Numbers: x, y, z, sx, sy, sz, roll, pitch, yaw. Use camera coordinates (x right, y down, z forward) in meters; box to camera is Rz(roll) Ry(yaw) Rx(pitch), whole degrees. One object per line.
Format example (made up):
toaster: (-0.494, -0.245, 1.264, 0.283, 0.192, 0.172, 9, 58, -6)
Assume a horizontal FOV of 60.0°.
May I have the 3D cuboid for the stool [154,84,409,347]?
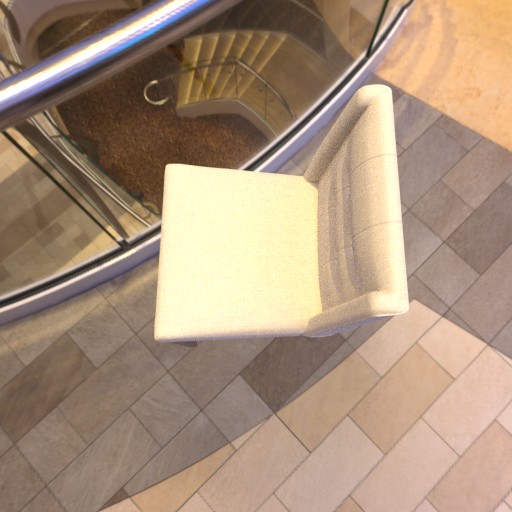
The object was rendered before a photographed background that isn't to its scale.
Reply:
stool: (0.000, 0.000, 1.222, 0.509, 0.939, 0.474, 0, 75, 0)
